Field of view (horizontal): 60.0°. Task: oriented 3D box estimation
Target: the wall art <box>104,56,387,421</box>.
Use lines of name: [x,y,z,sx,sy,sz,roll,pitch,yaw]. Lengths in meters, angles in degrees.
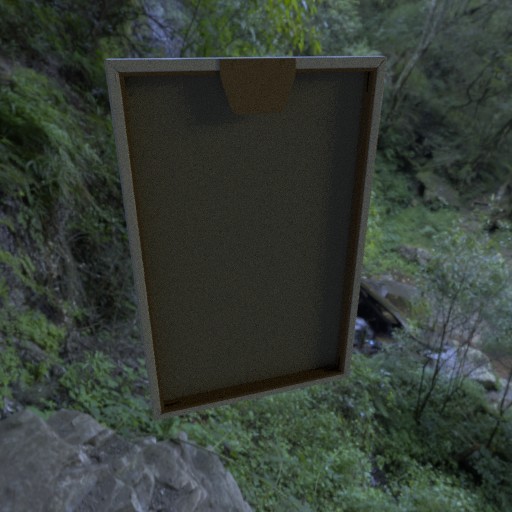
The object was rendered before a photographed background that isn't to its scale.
wall art: [0.000,0.000,1.120,0.602,0.916,0.048,-8,27,-15]
